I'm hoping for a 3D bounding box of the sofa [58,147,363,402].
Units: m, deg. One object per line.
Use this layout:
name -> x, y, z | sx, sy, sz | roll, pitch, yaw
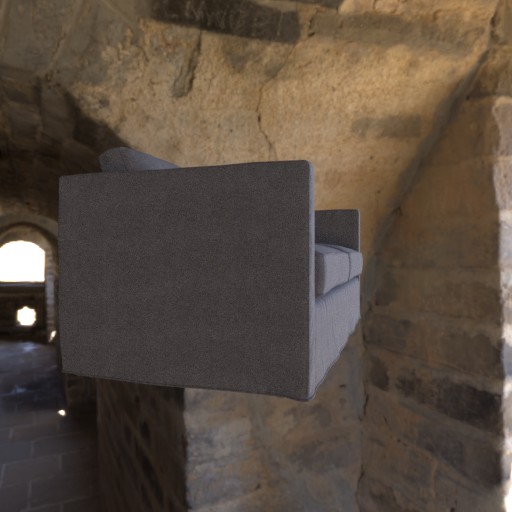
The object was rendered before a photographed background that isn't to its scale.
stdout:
sofa -> 0.000, 0.000, 2.308 | 0.974, 0.854, 1.802 | 0, 1, 18
